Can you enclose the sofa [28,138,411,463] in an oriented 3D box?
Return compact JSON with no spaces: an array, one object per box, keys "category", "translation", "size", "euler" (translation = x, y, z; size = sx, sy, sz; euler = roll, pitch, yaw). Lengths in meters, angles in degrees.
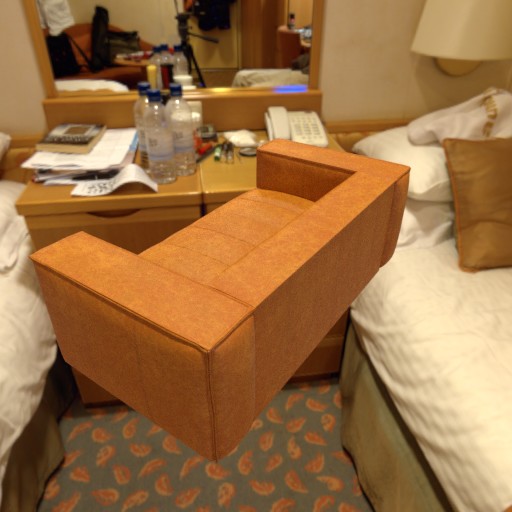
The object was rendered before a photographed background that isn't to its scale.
[{"category":"sofa","translation":[0.000,0.000,2.590],"size":[1.102,0.703,2.088],"euler":[21,38,29]}]
